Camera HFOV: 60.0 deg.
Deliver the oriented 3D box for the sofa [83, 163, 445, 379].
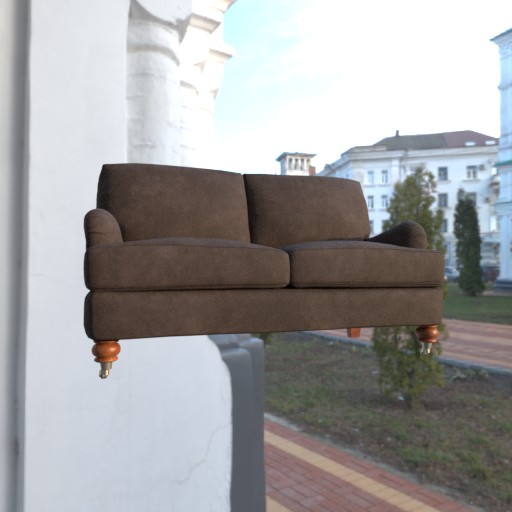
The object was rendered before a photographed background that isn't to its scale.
[{"bbox_3d":[0.000,0.000,2.569,1.853,1.101,1.084,1,-2,-18],"label":"sofa"}]
